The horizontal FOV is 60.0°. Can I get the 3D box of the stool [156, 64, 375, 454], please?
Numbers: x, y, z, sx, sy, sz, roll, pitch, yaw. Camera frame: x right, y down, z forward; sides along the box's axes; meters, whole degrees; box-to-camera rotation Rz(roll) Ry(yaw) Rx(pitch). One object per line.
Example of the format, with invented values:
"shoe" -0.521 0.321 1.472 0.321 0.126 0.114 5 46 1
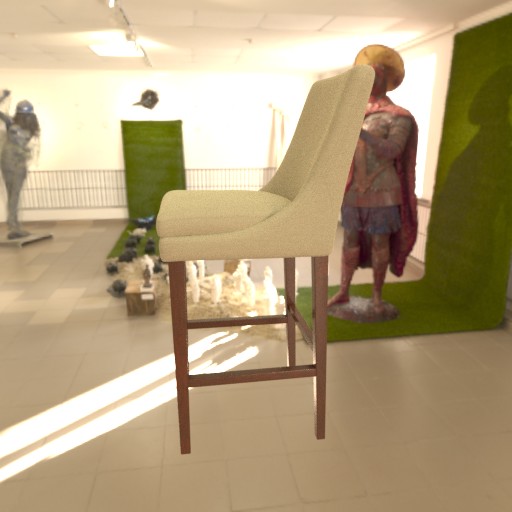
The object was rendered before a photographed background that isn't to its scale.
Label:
"stool" 0.000 0.000 1.396 0.577 1.078 0.470 -2 16 -8
